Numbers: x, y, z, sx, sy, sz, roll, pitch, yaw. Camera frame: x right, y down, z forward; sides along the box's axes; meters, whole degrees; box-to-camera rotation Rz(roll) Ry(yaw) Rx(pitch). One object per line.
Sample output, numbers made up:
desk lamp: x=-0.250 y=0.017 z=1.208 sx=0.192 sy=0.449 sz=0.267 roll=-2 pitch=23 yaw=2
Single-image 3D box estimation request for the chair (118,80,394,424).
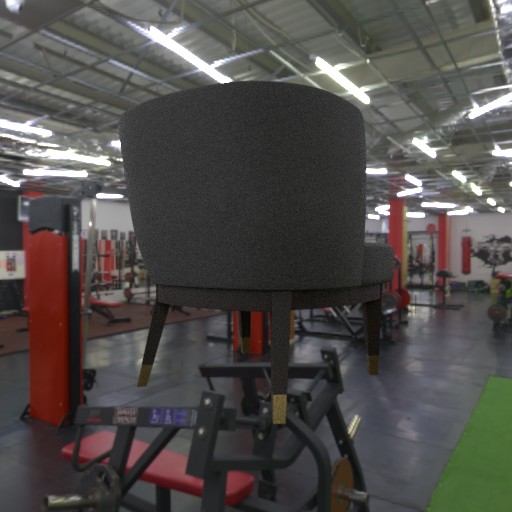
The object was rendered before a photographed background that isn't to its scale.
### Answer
chair: x=0.000 y=0.000 z=1.234 sx=0.639 sy=0.695 sz=0.698 roll=0 pitch=0 yaw=36
